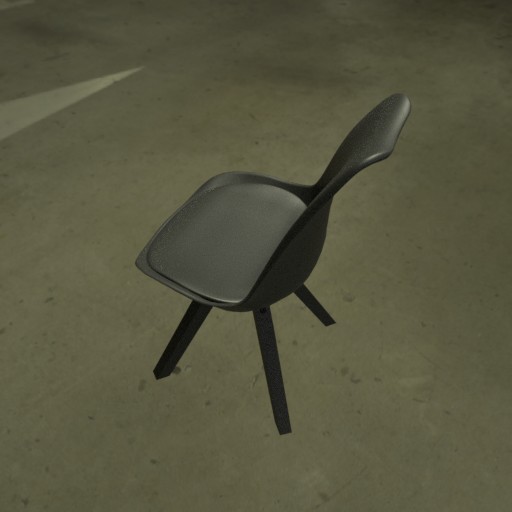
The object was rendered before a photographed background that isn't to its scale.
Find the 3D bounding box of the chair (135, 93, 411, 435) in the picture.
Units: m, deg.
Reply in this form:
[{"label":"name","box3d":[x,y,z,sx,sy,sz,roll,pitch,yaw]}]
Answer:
[{"label":"chair","box3d":[0.000,0.000,1.130,0.550,0.850,0.485,18,47,17]}]
